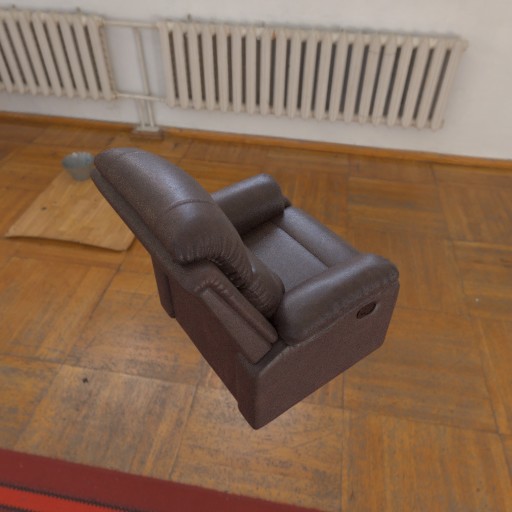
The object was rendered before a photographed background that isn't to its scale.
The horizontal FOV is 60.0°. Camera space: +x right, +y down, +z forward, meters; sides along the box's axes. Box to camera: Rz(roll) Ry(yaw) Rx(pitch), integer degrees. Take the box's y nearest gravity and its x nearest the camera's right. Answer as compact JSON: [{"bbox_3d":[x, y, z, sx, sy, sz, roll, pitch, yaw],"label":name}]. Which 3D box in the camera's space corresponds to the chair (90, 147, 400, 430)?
[{"bbox_3d":[0.000,0.000,1.729,0.919,0.992,0.855,-25,47,-26],"label":"chair"}]
